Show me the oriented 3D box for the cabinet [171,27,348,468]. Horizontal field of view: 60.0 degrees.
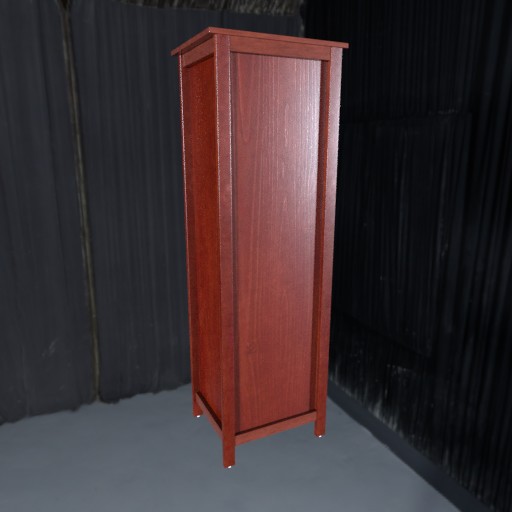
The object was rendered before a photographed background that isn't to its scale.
[{"bbox_3d":[0.000,0.000,1.751,0.500,1.518,0.401,-7,16,-25],"label":"cabinet"}]
